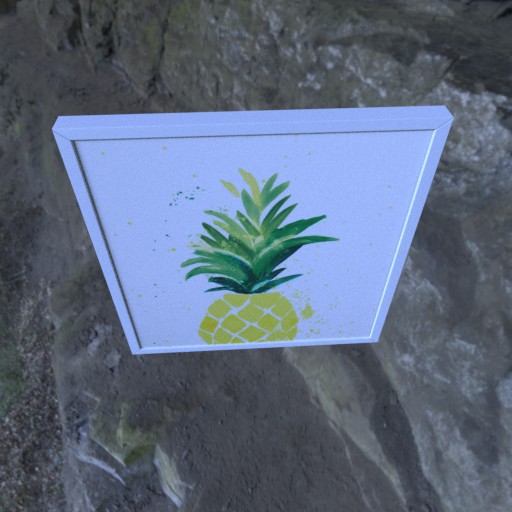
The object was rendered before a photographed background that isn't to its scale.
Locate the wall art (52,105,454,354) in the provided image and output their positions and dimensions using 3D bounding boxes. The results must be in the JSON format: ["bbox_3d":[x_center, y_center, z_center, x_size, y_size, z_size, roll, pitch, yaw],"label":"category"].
[{"bbox_3d":[0.000,0.000,0.454,0.307,0.307,0.020,-2,45,-2],"label":"wall art"}]
